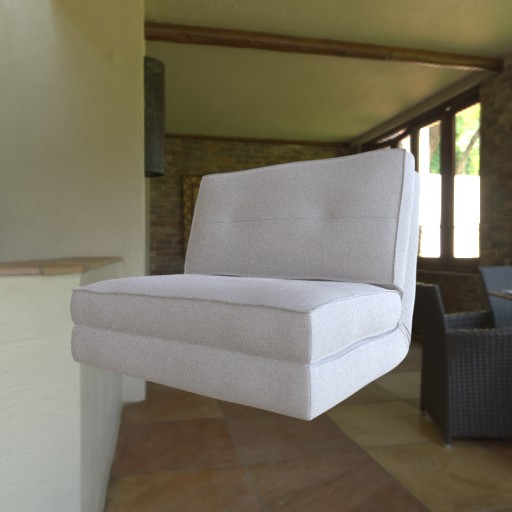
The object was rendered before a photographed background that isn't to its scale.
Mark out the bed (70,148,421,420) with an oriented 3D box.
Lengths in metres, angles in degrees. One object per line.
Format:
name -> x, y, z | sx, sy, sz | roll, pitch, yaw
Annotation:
bed -> 0.000, 0.000, 1.320 | 0.799, 0.614, 0.749 | 0, 1, 36
